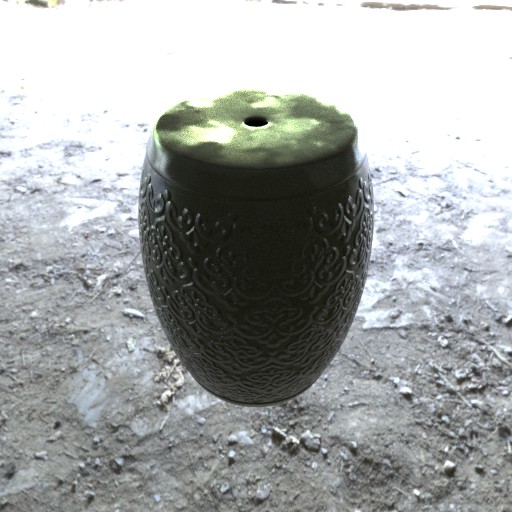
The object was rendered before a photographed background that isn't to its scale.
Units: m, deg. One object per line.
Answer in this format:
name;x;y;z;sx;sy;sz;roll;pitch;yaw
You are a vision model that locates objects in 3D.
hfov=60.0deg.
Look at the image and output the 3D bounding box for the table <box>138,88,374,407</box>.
table;0.000;0.000;0.627;0.309;0.397;0.309;0;39;0
